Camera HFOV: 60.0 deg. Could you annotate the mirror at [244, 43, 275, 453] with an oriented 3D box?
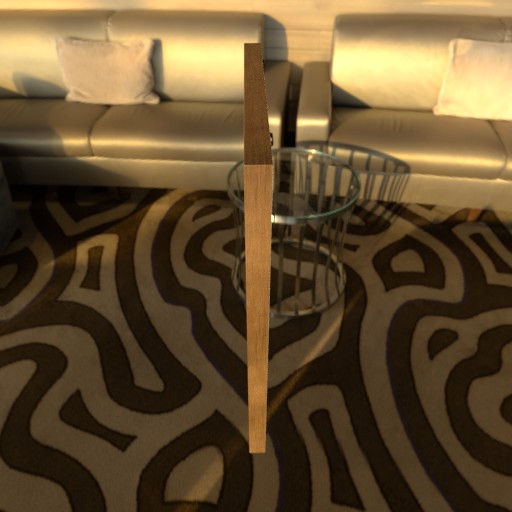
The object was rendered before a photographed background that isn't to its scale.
[{"bbox_3d":[0.000,0.000,0.941,0.039,0.711,0.508,-1,40,-1],"label":"mirror"}]
